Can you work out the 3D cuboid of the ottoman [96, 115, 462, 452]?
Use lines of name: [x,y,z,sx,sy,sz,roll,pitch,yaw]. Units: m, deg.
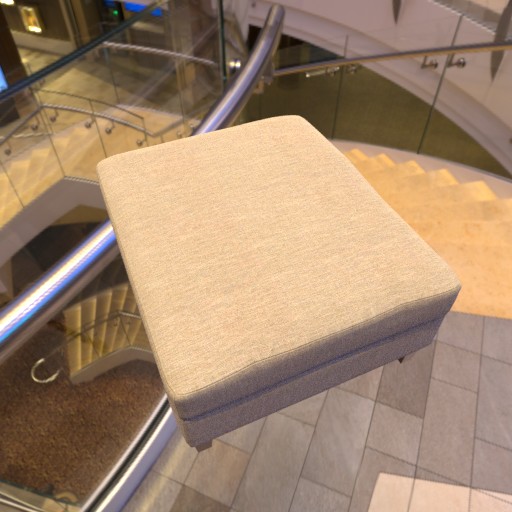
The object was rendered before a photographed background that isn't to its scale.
ottoman: [0.000,0.000,1.510,0.836,0.492,0.976,-18,50,-16]
